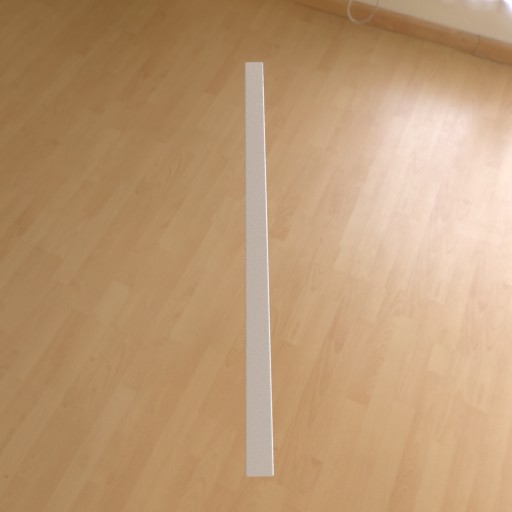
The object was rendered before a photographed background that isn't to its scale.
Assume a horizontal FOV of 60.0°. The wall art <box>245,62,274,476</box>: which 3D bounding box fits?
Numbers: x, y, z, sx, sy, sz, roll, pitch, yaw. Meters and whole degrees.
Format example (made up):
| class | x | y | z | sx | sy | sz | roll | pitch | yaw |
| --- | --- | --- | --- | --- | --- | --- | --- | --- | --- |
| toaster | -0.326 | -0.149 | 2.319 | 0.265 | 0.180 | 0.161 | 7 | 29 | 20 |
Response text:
| class | x | y | z | sx | sy | sz | roll | pitch | yaw |
| --- | --- | --- | --- | --- | --- | --- | --- | --- | --- |
| wall art | 0.000 | 0.000 | 0.860 | 0.038 | 0.255 | 0.763 | -1 | 64 | 0 |
